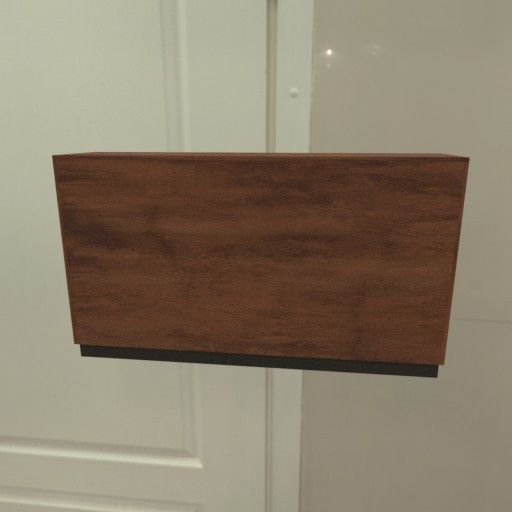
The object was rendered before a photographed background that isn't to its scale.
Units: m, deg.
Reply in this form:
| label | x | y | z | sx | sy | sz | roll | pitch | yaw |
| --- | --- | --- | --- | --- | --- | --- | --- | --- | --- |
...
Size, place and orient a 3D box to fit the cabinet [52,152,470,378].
| label | x | y | z | sx | sy | sz | roll | pitch | yaw |
| --- | --- | --- | --- | --- | --- | --- | --- | --- | --- |
| cabinet | 0.000 | 0.000 | 2.006 | 1.600 | 0.900 | 0.420 | 2 | 15 | 7 |
